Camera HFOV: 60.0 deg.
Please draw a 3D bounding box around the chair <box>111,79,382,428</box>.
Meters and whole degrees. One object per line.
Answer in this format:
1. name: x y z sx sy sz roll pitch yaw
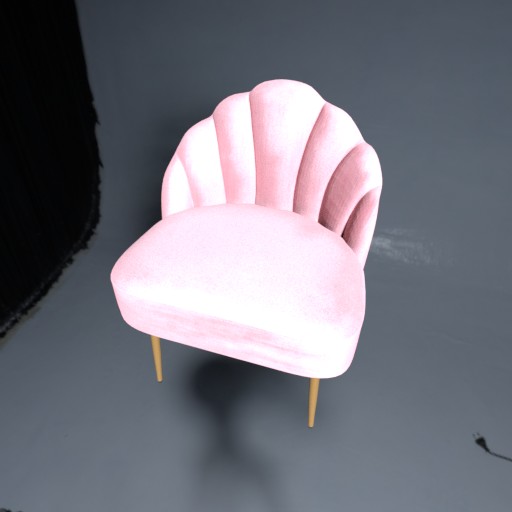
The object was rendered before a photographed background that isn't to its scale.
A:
1. chair: 0.000 0.000 1.285 0.657 0.819 0.599 12 42 14
